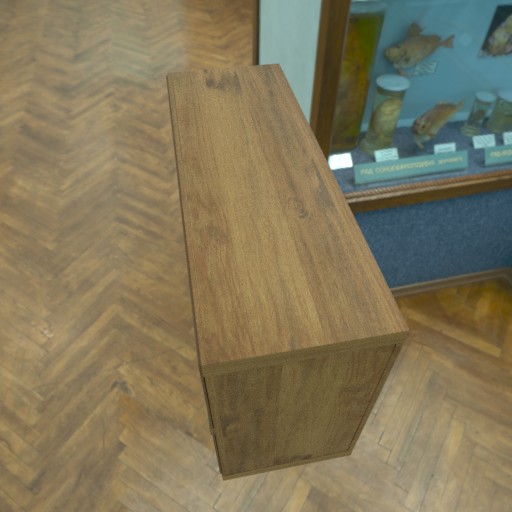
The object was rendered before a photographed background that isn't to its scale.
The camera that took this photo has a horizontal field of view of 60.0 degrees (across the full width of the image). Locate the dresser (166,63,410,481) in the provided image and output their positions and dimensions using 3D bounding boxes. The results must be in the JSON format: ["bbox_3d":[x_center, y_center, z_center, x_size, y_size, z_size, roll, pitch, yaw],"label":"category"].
[{"bbox_3d":[0.000,0.000,1.628,0.479,0.825,1.261,-8,49,-7],"label":"dresser"}]
